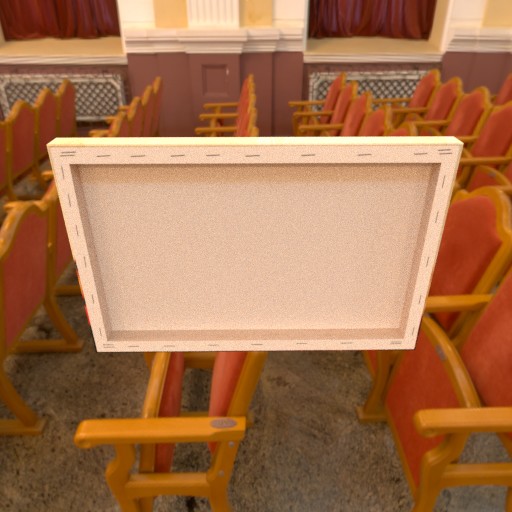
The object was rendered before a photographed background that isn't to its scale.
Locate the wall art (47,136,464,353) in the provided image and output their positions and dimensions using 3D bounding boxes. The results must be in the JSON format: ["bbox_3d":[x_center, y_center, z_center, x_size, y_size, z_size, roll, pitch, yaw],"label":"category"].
[{"bbox_3d":[0.000,0.000,0.767,0.613,0.402,0.040,0,30,-1],"label":"wall art"}]
